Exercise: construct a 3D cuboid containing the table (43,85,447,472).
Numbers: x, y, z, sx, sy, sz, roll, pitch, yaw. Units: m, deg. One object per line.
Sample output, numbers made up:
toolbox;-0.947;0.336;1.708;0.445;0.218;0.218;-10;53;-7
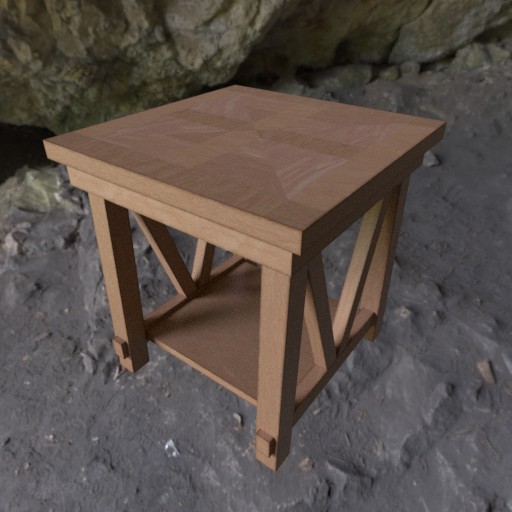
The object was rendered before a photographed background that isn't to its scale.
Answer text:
table;0.000;0.000;1.115;0.610;0.638;0.612;22;39;30
